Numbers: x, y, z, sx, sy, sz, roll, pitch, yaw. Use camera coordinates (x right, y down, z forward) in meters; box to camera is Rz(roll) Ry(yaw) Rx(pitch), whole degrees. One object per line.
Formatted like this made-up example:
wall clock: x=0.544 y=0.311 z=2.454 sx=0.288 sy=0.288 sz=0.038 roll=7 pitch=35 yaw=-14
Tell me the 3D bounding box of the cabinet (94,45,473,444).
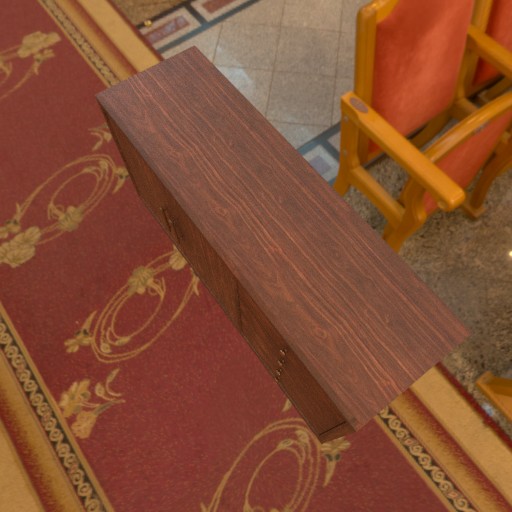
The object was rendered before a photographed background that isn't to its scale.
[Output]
cabinet: x=0.000 y=0.000 z=2.000 sx=0.505 sy=0.940 sz=1.575 roll=-34 pitch=69 yaw=-15
